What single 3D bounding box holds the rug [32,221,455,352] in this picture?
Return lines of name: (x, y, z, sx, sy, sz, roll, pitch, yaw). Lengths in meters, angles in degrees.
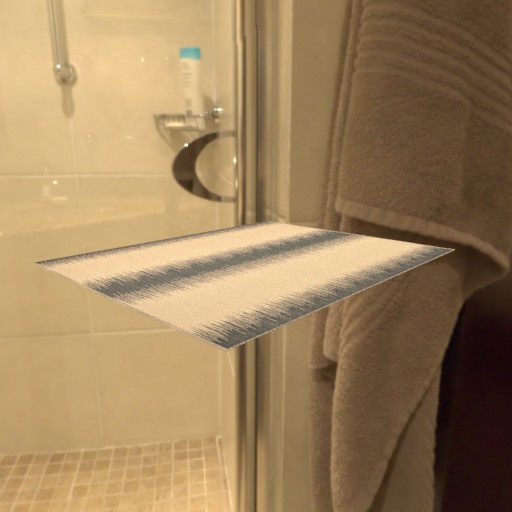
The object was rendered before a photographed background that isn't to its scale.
rug: (0.000, 0.000, 4.042, 2.453, 0.004, 3.037, 13, 19, 42)
